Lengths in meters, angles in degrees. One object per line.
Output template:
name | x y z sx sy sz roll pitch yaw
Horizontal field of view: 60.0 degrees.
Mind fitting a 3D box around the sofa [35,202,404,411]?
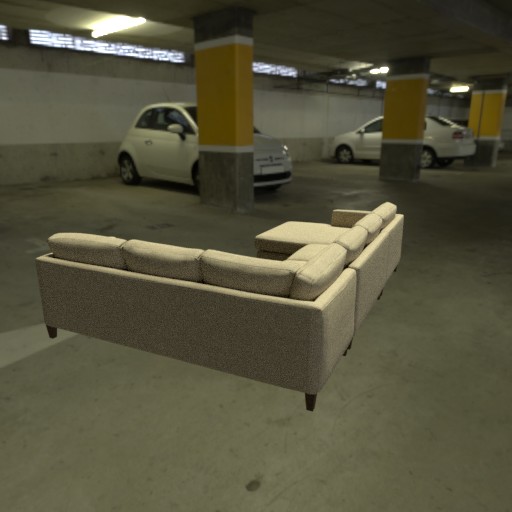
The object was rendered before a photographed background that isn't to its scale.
sofa | 0.000 0.000 4.783 2.593 0.959 3.460 8 18 25
